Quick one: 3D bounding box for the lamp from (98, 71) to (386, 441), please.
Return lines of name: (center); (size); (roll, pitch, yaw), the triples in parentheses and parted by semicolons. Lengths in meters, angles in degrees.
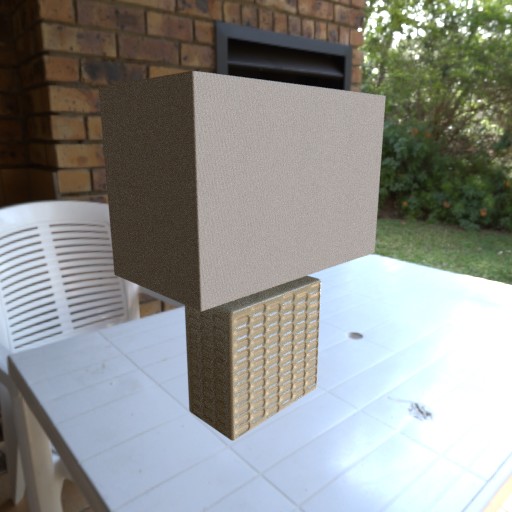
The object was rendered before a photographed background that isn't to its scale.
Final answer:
lamp: (0.000, 0.000, 0.699); (0.200, 0.515, 0.380); (14, 21, 43)
